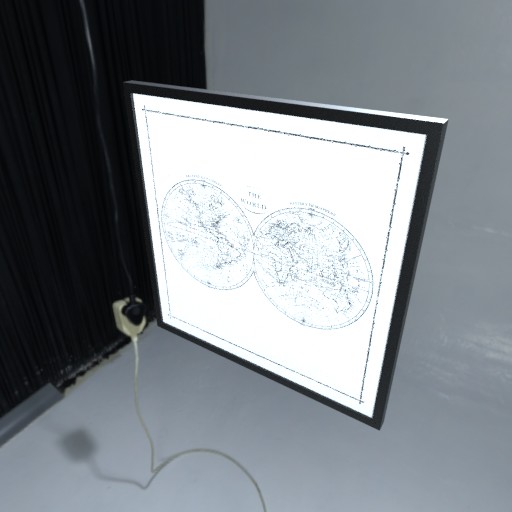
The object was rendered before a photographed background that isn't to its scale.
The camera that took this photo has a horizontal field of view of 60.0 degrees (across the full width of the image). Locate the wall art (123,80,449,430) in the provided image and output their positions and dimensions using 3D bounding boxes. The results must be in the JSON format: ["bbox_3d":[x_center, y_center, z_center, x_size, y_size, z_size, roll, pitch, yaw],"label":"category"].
[{"bbox_3d":[0.000,0.000,1.131,0.773,0.775,0.031,18,35,28],"label":"wall art"}]
